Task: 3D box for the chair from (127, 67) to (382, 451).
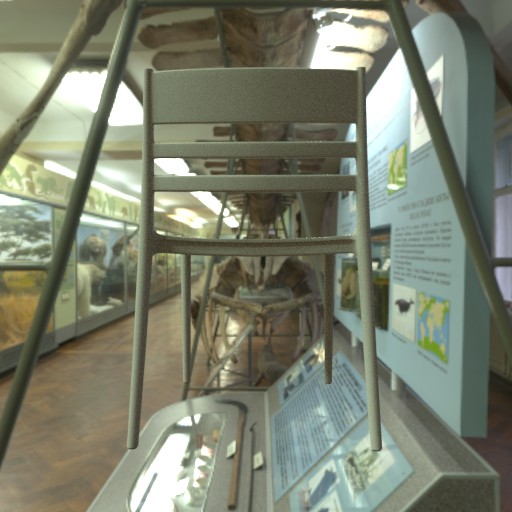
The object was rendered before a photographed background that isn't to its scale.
[{"bbox_3d":[0.000,0.000,1.150,0.531,0.800,0.511,0,0,1],"label":"chair"}]
